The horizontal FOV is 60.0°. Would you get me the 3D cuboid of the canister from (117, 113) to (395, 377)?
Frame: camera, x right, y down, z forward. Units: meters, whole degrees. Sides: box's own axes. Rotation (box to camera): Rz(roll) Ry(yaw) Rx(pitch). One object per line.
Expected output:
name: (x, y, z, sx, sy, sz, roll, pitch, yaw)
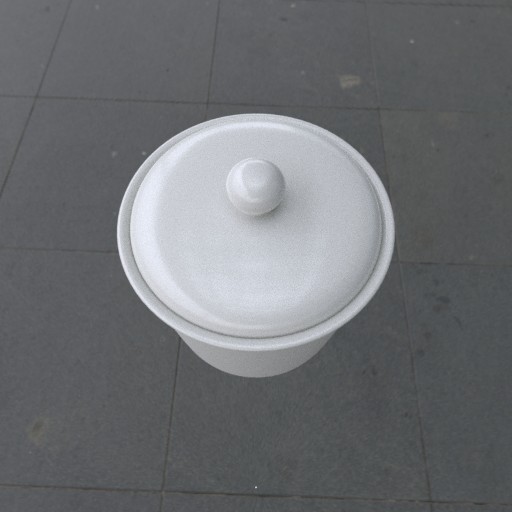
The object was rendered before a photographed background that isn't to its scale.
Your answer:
canister: (0.000, 0.000, 0.344, 0.182, 0.208, 0.182, 0, 62, 0)
